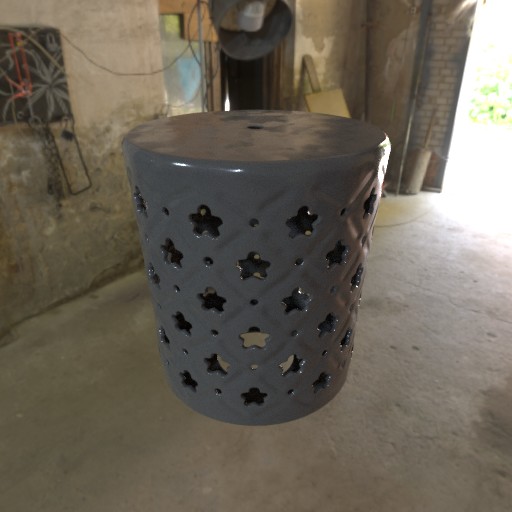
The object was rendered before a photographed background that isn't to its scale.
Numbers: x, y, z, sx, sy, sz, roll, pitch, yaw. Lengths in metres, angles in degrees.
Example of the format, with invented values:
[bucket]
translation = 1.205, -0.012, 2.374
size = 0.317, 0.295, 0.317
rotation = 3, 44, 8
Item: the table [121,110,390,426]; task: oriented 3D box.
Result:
[table]
translation = 0.000, 0.000, 0.680
size = 0.352, 0.387, 0.352
rotation = 0, 27, 0
